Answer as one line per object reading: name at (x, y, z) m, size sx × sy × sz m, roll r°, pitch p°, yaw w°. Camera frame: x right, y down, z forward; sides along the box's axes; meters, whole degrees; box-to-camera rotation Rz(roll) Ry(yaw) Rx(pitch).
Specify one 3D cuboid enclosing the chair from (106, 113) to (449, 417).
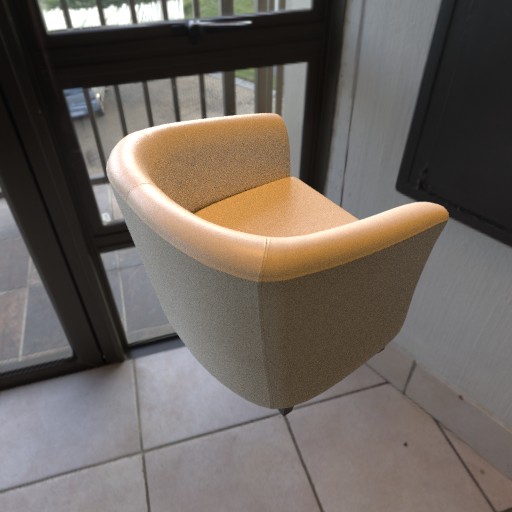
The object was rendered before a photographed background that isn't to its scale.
chair at (0.000, 0.000, 1.397) m, size 0.727 × 0.756 × 0.792 m, roll -25°, pitch 47°, yaw -26°
